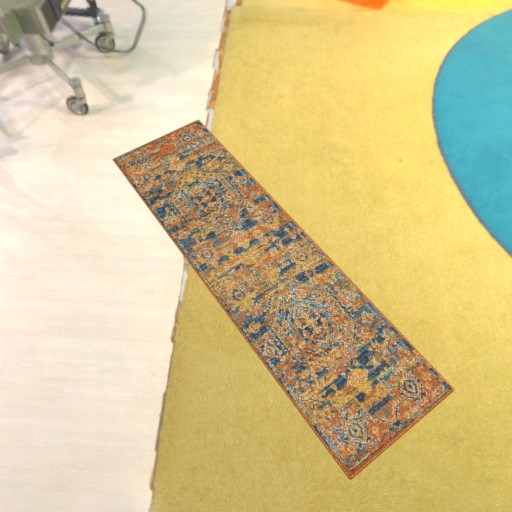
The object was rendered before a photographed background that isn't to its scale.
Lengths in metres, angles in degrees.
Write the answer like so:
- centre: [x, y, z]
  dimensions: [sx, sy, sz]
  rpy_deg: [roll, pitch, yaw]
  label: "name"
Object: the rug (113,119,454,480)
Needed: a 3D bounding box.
- centre: [0.000, 0.000, 2.454]
  dimensions: [0.651, 0.016, 2.274]
  rpy_deg: [-31, 63, -18]
  label: "rug"
